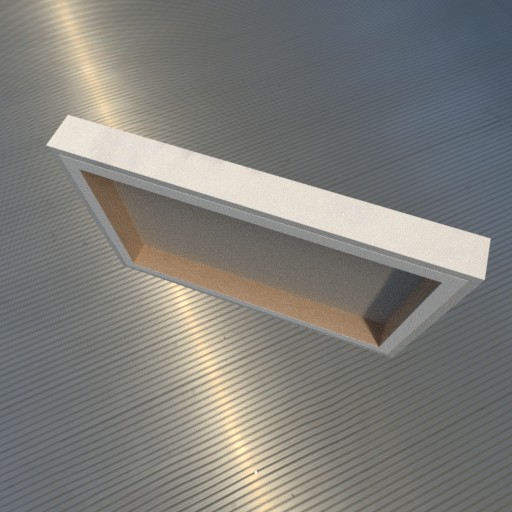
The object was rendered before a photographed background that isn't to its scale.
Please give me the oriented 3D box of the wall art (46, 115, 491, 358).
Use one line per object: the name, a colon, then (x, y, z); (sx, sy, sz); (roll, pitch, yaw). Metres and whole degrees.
wall art: (0.000, 0.000, 0.485); (0.381, 0.254, 0.038); (18, 65, 9)
